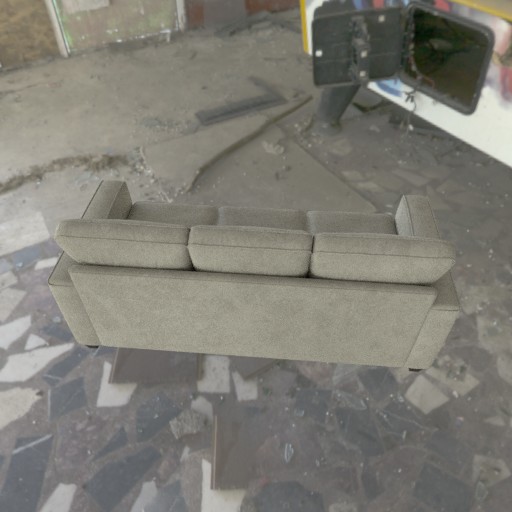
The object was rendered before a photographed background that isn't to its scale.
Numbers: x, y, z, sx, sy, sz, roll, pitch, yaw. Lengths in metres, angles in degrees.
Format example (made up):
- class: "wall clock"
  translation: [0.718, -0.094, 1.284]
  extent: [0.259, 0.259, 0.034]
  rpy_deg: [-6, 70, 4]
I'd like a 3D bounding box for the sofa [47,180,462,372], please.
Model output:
- class: "sofa"
  translation: [0.000, 0.000, 2.674]
  extent: [2.133, 0.965, 0.939]
  rpy_deg: [3, 46, 3]
